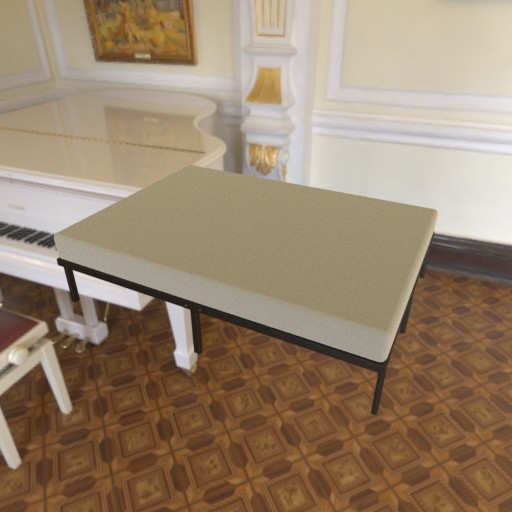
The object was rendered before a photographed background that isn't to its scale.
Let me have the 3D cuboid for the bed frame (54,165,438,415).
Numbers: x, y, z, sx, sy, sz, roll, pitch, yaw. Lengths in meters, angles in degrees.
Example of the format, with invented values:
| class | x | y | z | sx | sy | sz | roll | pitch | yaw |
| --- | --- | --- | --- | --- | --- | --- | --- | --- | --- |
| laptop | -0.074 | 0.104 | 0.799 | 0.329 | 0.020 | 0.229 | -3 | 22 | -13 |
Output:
| class | x | y | z | sx | sy | sz | roll | pitch | yaw |
| --- | --- | --- | --- | --- | --- | --- | --- | --- | --- |
| bed frame | 0.000 | 0.000 | 3.816 | 2.842 | 0.680 | 2.205 | 19 | 35 | 29 |
